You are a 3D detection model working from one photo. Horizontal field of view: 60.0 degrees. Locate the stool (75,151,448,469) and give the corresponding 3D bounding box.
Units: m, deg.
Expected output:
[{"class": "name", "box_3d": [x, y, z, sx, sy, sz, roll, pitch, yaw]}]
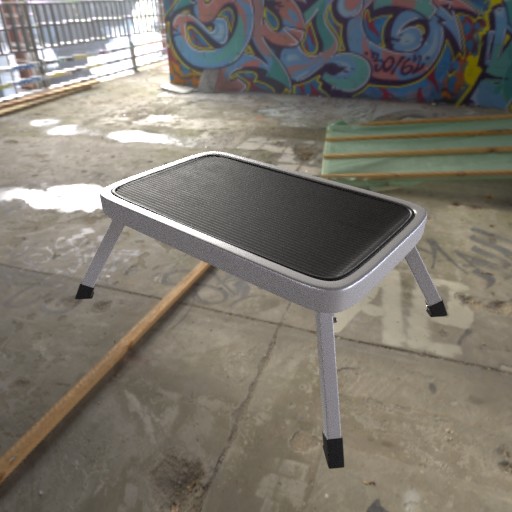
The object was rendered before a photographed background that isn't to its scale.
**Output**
[{"class": "stool", "box_3d": [0.000, 0.000, 0.612, 0.460, 0.170, 0.320, 23, 38, 32]}]
